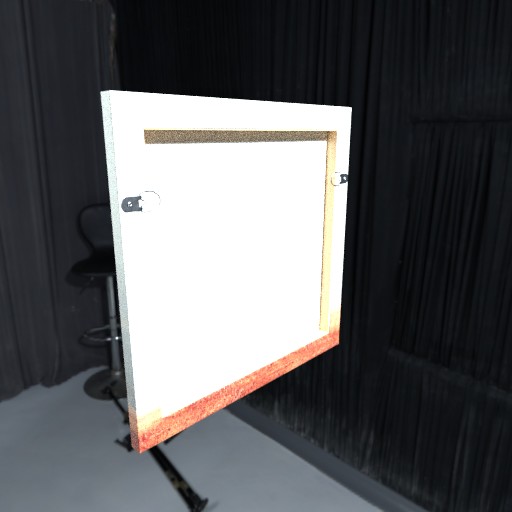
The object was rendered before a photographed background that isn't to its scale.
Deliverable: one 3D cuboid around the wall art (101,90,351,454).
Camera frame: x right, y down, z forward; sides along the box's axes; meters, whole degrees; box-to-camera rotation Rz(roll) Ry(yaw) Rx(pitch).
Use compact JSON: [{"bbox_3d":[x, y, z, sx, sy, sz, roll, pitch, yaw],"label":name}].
[{"bbox_3d":[0.000,0.000,1.152,0.760,0.760,0.042,-15,21,-43],"label":"wall art"}]
